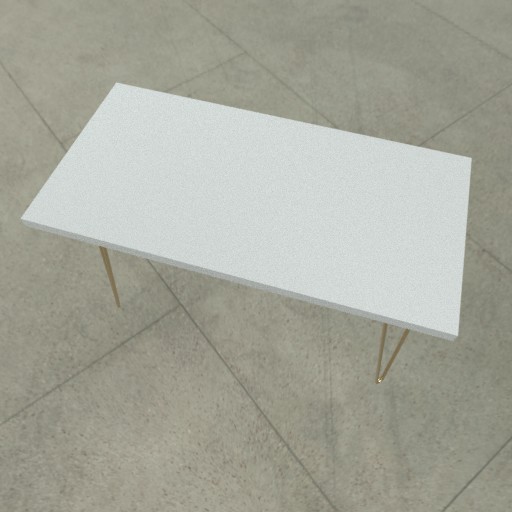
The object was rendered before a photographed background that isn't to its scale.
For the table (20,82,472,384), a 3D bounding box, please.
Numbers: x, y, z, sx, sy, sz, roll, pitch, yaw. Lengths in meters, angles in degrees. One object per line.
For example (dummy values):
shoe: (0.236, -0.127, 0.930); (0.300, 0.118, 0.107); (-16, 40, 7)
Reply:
table: (0.000, 0.000, 1.359); (0.991, 0.660, 0.498); (15, 61, 8)
